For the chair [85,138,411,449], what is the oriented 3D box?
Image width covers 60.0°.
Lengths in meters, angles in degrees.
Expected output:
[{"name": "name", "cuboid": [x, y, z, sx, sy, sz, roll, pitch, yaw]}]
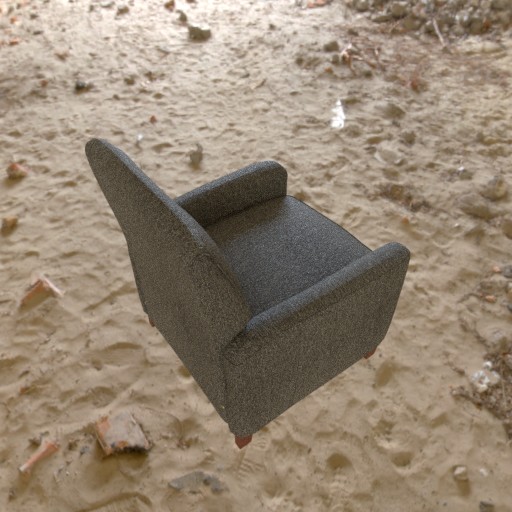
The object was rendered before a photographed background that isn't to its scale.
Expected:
[{"name": "chair", "cuboid": [0.000, 0.000, 1.673, 0.864, 1.014, 0.848, -26, 48, -26]}]
